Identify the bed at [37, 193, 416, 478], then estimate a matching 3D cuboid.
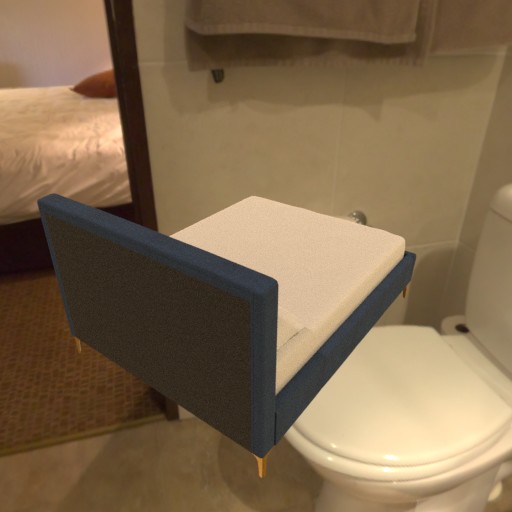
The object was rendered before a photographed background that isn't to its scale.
[{"bbox_3d":[0.000,0.000,3.276,1.723,1.231,2.172,20,35,31],"label":"bed"}]
